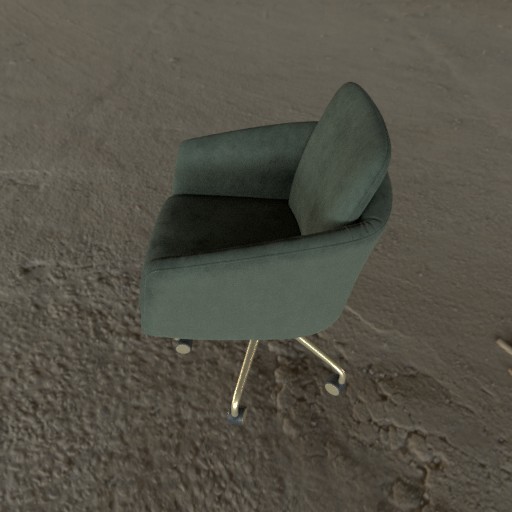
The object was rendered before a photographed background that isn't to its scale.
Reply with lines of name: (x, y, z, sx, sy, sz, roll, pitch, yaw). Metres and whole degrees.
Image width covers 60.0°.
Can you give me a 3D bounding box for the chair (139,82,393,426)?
chair: (0.000, 0.000, 1.333, 0.635, 0.908, 0.641, 0, 41, 0)
